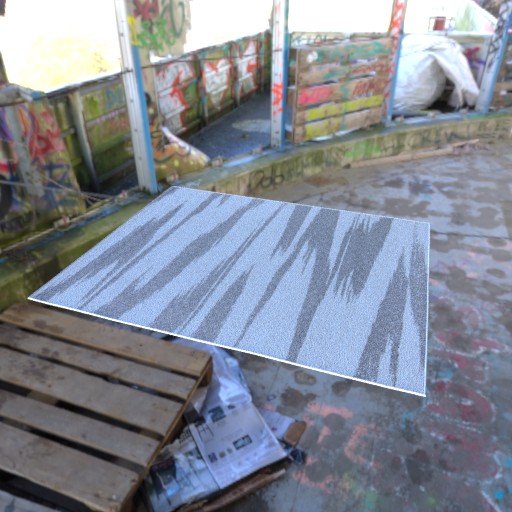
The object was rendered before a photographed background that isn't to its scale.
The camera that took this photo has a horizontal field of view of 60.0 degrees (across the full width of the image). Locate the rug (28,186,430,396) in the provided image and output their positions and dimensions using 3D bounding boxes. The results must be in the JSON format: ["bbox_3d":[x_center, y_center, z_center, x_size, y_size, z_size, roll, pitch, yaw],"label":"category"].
[{"bbox_3d":[0.000,0.000,3.971,2.945,0.014,2.353,10,33,16],"label":"rug"}]
